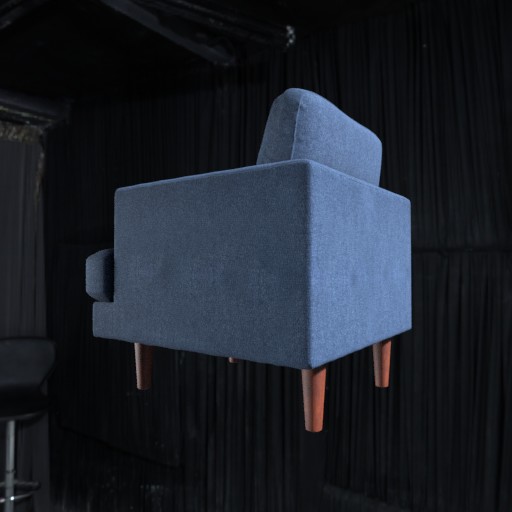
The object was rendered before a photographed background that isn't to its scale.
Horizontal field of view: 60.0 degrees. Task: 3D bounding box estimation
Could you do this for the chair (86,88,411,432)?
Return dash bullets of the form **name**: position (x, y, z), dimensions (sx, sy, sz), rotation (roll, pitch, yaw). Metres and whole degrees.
- **chair**: position (0.000, 0.000, 1.641), dimensions (0.899, 0.957, 0.858), rotation (-1, -1, 36)
